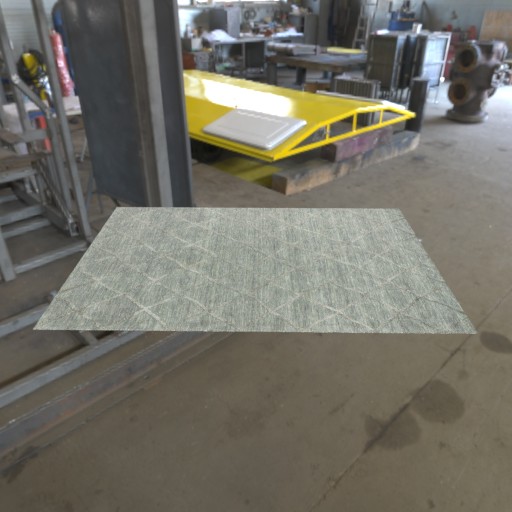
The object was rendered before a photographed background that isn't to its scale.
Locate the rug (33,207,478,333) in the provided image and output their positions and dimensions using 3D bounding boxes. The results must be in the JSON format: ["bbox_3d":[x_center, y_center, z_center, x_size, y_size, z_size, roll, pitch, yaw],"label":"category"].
[{"bbox_3d":[0.000,0.000,2.931,2.283,0.006,1.521,0,31,1],"label":"rug"}]
